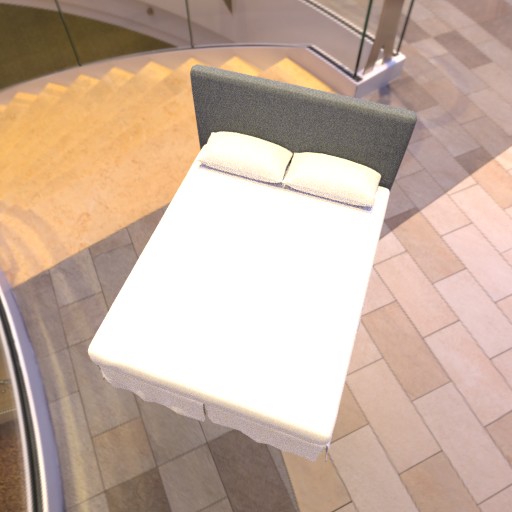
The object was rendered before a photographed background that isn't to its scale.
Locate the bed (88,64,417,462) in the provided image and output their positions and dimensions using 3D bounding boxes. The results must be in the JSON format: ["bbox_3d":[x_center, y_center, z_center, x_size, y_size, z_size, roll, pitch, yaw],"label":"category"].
[{"bbox_3d":[0.000,0.000,3.136,1.723,1.330,2.142,16,59,10],"label":"bed"}]
